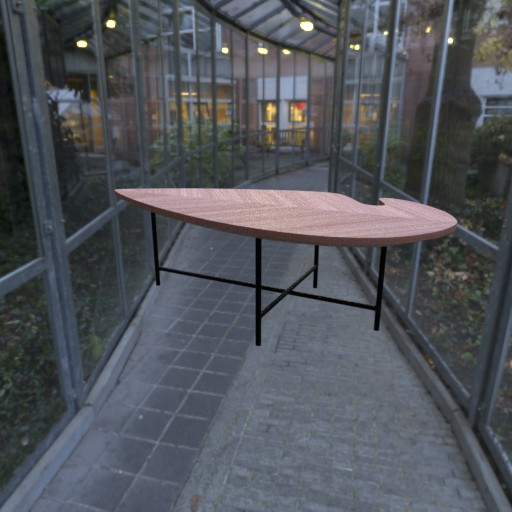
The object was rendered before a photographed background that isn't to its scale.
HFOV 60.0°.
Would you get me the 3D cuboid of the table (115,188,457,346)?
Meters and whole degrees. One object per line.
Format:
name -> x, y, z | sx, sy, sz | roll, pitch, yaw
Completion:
table -> 0.000, 0.000, 1.492 | 1.199, 0.360, 0.598 | 9, 20, 25
